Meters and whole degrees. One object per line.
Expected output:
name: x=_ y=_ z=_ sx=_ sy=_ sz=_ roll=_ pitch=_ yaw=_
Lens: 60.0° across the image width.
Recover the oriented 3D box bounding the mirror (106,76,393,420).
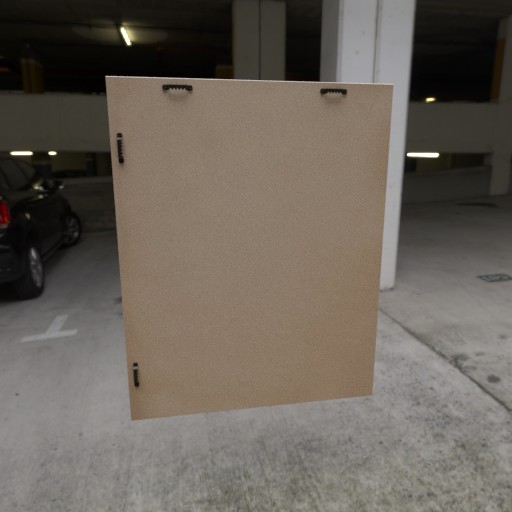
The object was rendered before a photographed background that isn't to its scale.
mirror: x=0.000 y=0.000 z=0.688 sx=0.405 sy=0.508 sz=0.041 roll=-2 pitch=14 yaw=-10
